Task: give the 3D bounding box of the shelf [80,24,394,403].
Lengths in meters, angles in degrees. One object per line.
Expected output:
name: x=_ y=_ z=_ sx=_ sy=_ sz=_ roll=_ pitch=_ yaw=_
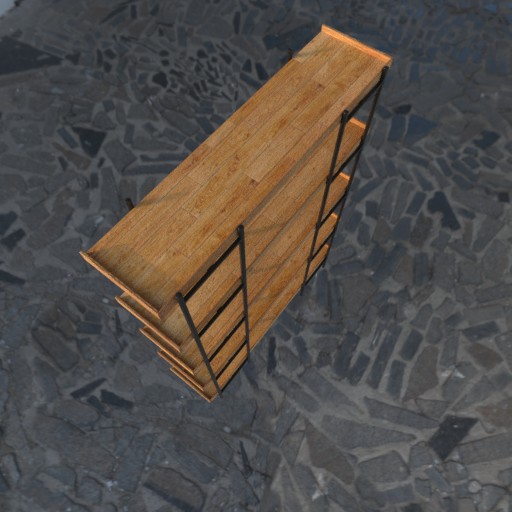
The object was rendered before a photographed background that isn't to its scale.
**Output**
shelf: x=0.000 y=0.000 z=2.387 sx=0.379 sy=1.826 sz=1.371 roll=35 pitch=68 yaw=16
